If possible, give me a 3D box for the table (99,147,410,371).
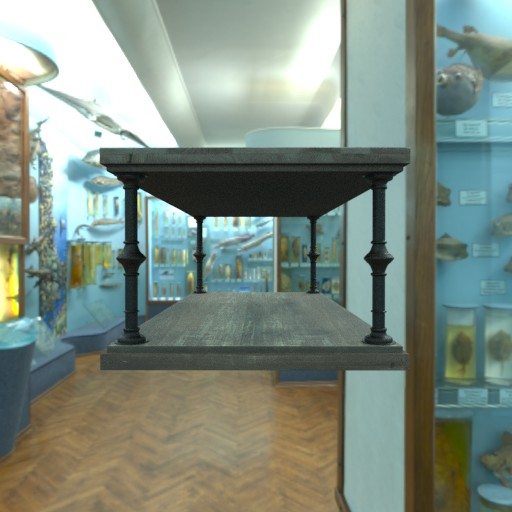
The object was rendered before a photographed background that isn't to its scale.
[{"bbox_3d":[0.000,0.000,1.335,0.554,0.399,1.088,0,1,0],"label":"table"}]
